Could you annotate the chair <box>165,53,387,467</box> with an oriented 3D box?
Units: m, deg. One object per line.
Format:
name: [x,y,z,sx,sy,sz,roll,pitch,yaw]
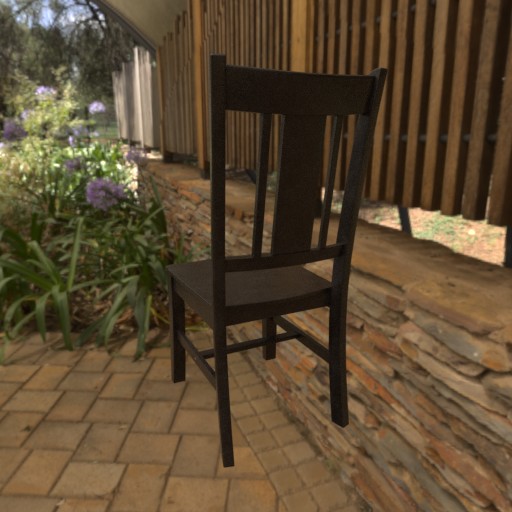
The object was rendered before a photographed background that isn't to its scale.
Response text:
chair: [0.000,0.000,1.311,0.450,0.998,0.555,-7,17,-26]
